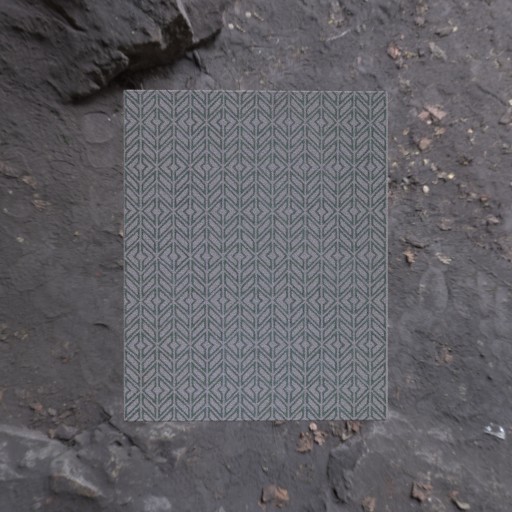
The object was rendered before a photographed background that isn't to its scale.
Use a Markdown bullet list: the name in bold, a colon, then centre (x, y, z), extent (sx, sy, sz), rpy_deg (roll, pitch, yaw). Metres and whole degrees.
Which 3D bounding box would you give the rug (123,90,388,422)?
- **rug**: centre (0.000, 0.000, 4.094), extent (2.441, 0.017, 3.050), rpy_deg (0, 90, -1)
